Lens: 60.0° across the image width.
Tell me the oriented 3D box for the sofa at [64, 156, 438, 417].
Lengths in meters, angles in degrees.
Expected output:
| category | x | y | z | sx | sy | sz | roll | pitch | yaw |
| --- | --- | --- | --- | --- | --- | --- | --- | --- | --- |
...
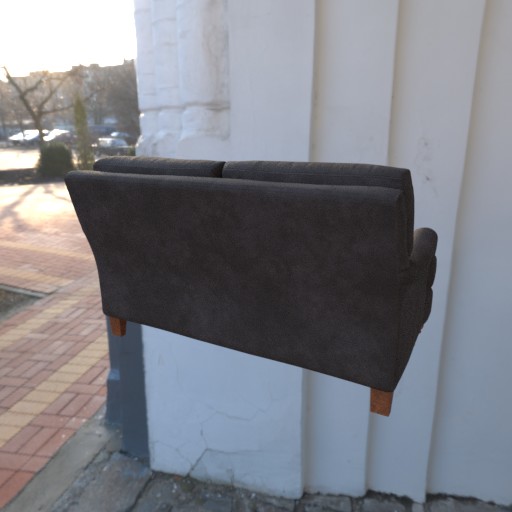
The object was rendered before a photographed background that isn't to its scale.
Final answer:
| category | x | y | z | sx | sy | sz | roll | pitch | yaw |
| --- | --- | --- | --- | --- | --- | --- | --- | --- | --- |
| sofa | 0.000 | 0.000 | 2.519 | 1.853 | 1.101 | 1.084 | 9 | 18 | 28 |
